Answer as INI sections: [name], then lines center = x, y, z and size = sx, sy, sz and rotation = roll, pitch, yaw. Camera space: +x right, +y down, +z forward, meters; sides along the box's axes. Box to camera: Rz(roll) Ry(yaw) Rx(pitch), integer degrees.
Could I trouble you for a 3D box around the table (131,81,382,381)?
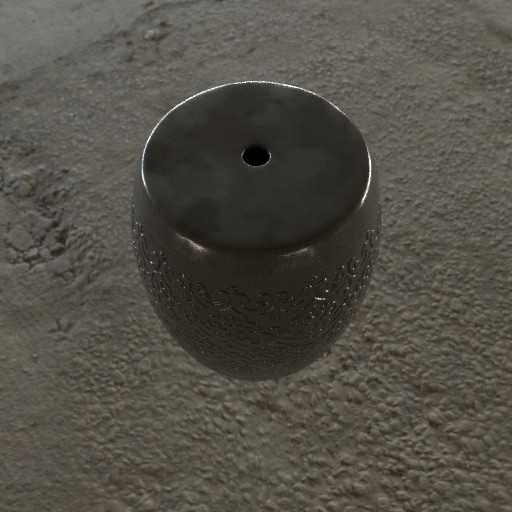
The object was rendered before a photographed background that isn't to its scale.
[table]
center = 0.000, 0.000, 0.612
size = 0.309, 0.397, 0.309
rotation = 0, 59, 0
